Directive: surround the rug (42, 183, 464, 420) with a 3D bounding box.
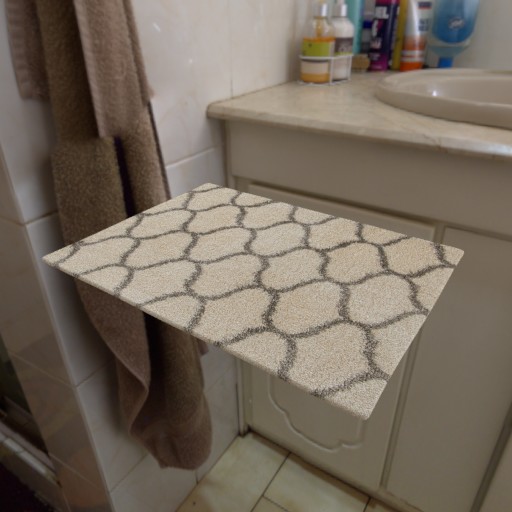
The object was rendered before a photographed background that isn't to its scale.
[{"bbox_3d":[0.000,0.000,2.088,1.600,0.025,1.200,19,35,30],"label":"rug"}]
